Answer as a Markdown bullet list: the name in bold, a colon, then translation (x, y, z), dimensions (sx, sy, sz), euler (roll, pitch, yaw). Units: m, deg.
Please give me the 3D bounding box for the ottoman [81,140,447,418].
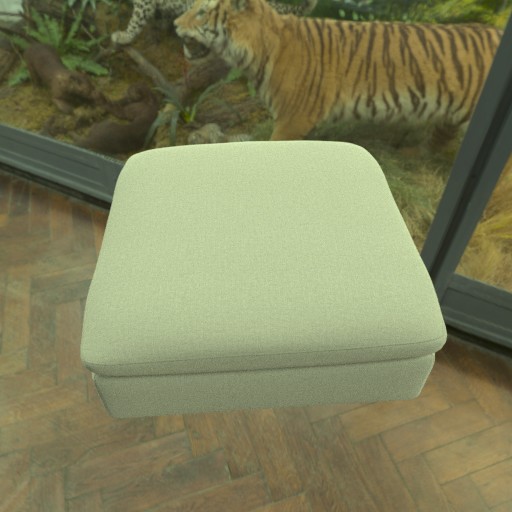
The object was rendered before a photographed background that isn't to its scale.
- **ottoman**: translation (0.000, 0.000, 1.546), dimensions (0.996, 0.467, 0.977), euler (-3, 46, -3)
